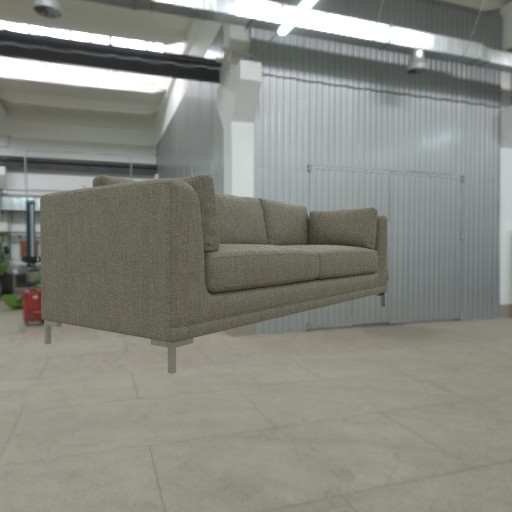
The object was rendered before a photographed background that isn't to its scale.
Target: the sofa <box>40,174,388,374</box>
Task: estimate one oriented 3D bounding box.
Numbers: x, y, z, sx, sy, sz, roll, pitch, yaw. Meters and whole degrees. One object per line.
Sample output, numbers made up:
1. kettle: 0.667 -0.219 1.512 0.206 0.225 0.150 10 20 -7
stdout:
1. sofa: 0.000 0.000 2.943 0.969 0.867 2.415 1 1 36
